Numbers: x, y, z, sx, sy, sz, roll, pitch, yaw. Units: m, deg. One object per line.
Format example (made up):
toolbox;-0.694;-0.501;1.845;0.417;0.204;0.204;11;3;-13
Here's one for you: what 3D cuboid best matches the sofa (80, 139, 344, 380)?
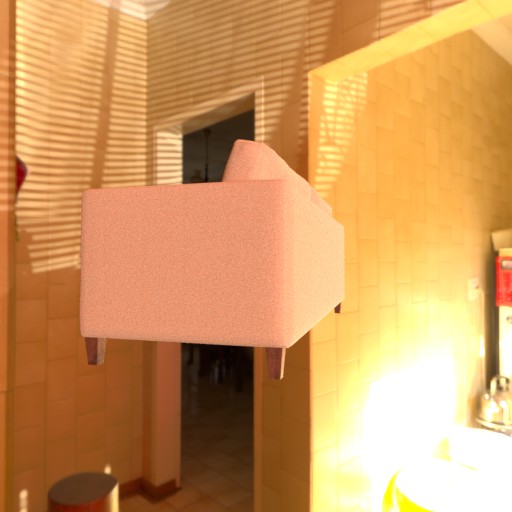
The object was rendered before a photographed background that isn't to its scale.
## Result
sofa;0.000;0.000;2.905;0.951;0.968;2.361;0;-1;16
